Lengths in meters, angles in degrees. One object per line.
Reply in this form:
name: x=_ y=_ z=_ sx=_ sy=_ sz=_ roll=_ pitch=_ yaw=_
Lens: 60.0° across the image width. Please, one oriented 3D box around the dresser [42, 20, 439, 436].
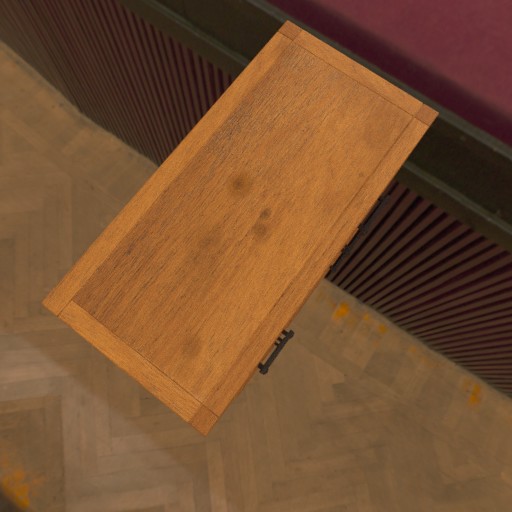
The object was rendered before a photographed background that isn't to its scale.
dresser: x=0.000 y=0.000 z=1.278 sx=0.427 sy=0.804 sz=0.804 roll=36 pitch=78 yaw=9
